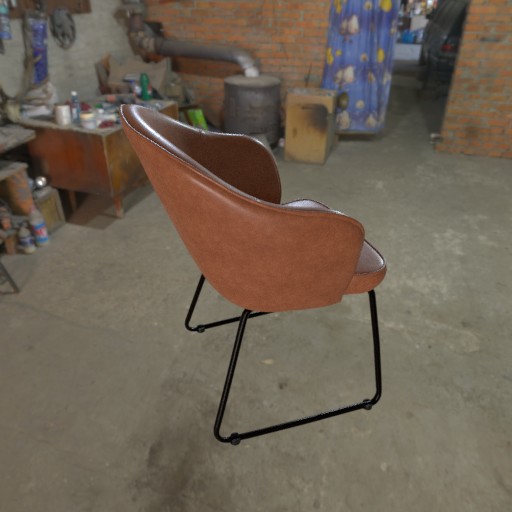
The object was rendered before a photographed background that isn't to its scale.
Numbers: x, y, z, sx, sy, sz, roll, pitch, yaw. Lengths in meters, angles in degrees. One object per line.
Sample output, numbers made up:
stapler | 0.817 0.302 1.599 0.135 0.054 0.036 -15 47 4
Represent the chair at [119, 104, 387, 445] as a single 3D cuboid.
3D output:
chair | 0.000 0.000 1.167 0.580 0.785 0.582 -10 32 -16
